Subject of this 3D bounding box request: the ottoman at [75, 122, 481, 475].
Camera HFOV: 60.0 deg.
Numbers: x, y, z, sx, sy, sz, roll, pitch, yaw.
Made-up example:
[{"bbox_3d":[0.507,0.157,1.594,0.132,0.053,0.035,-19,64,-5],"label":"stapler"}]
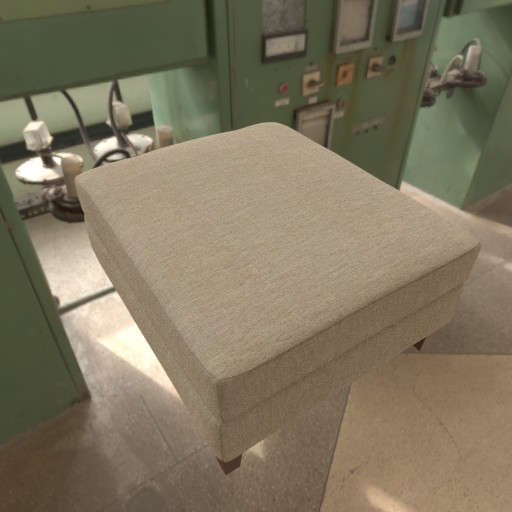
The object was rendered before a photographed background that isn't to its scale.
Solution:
[{"bbox_3d":[0.000,0.000,1.423,0.836,0.492,0.976,-23,45,-25],"label":"ottoman"}]
